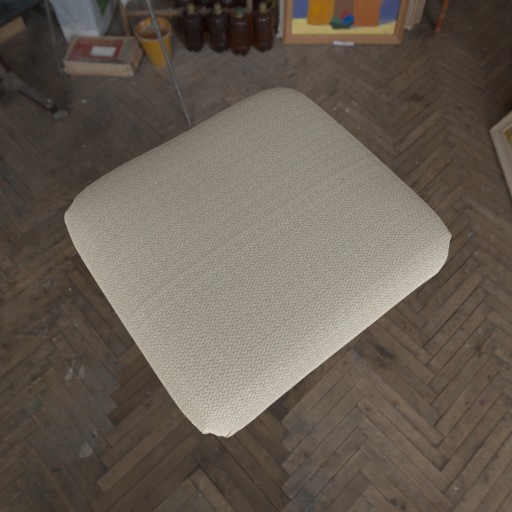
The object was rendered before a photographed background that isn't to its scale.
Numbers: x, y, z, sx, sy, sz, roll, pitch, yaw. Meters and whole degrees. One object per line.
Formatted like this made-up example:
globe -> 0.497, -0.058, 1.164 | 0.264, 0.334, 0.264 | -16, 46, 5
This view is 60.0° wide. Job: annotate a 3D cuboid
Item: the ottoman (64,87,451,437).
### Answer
ottoman -> 0.000, 0.000, 1.093 | 0.684, 0.447, 0.622 | -34, 68, -16
